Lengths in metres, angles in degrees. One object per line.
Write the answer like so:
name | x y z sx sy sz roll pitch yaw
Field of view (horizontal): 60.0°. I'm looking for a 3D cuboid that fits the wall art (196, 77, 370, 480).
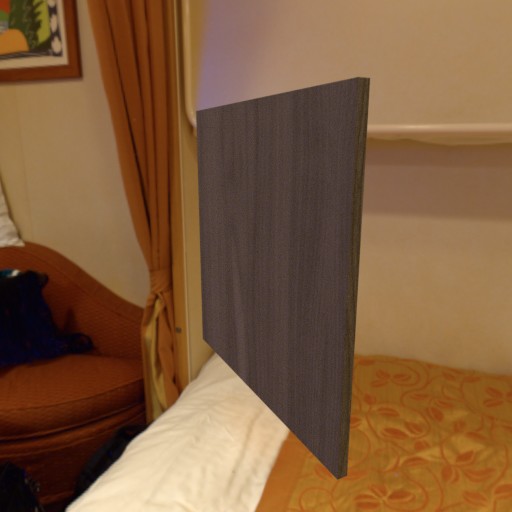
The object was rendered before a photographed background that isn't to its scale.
wall art | 0.000 0.000 0.758 0.016 0.507 0.508 -7 15 -27
